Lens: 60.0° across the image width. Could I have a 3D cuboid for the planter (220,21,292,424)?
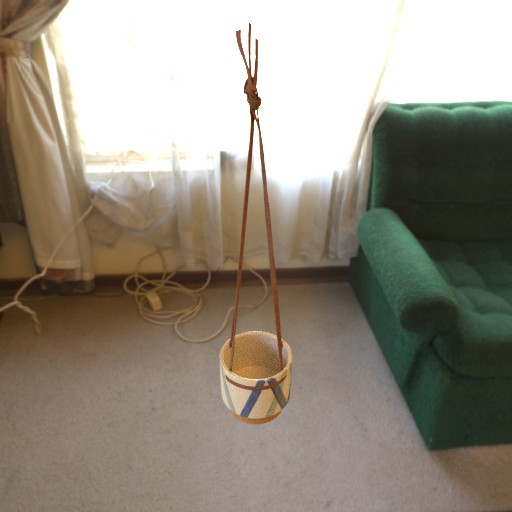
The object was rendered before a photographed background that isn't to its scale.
[{"bbox_3d":[0.000,0.000,0.808,0.153,0.753,0.157,-11,32,-18],"label":"planter"}]
